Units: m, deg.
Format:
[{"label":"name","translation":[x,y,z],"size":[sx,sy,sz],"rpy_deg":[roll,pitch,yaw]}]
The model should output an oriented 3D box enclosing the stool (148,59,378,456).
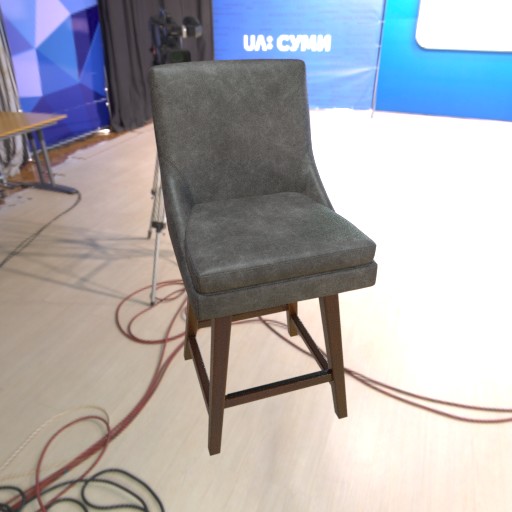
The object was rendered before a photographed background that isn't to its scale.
[{"label":"stool","translation":[0.000,0.000,1.360],"size":[0.492,1.046,0.587],"rpy_deg":[-9,32,-15]}]
